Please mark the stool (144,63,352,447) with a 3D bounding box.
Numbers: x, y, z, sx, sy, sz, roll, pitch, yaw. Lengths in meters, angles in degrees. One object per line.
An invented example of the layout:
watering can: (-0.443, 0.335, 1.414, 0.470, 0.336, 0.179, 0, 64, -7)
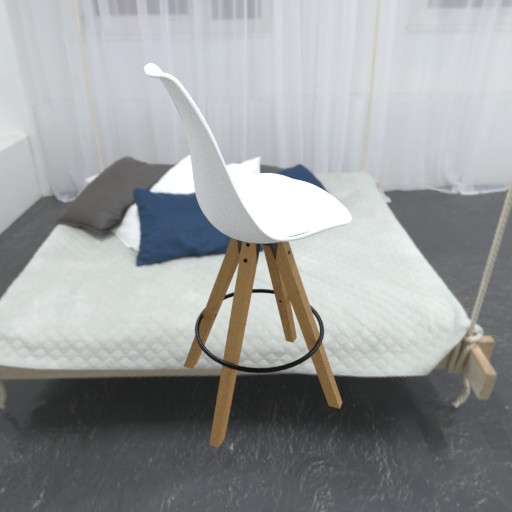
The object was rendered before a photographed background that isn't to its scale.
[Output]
stool: (0.000, 0.000, 1.390, 0.549, 1.115, 0.482, -11, 31, -18)
